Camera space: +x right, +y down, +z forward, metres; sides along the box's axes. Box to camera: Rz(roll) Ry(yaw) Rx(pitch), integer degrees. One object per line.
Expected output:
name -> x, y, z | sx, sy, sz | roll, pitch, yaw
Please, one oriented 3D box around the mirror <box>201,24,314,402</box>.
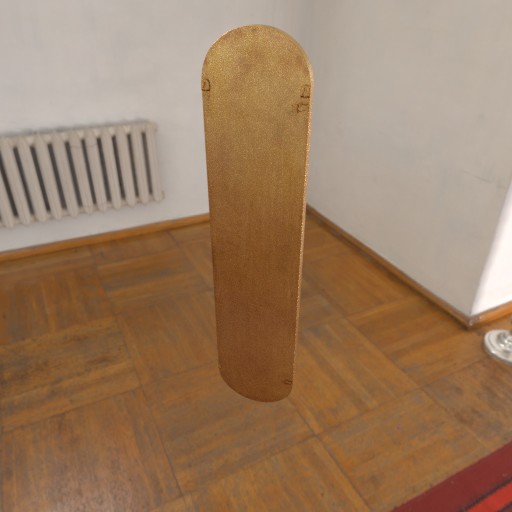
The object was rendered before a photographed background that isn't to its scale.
mirror -> 0.000, 0.000, 1.069 | 0.222, 0.991, 0.032 | 10, 33, 15
